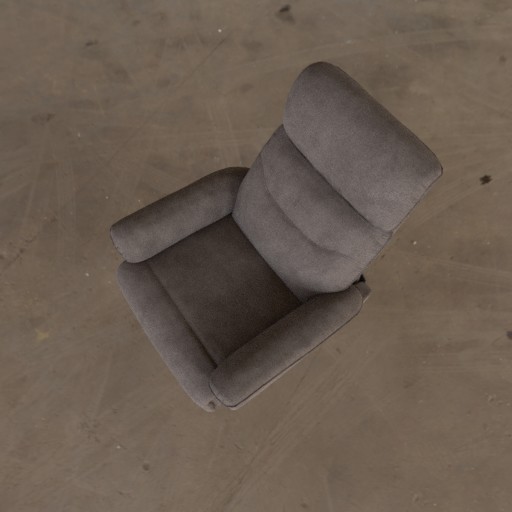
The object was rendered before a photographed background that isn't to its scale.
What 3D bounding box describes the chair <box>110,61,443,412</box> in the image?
[{"bbox_3d":[0.000,0.000,1.708,1.009,1.036,0.830,-34,70,-14],"label":"chair"}]
